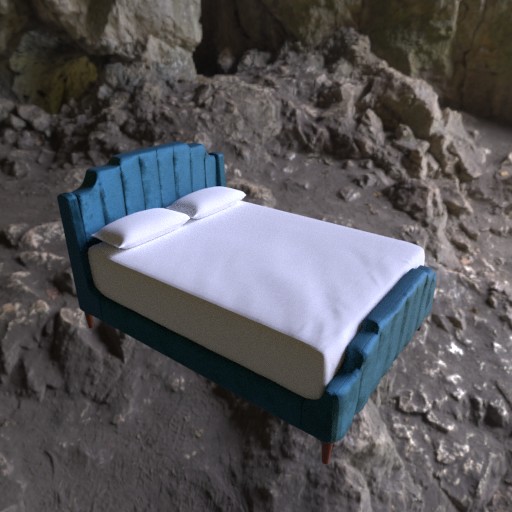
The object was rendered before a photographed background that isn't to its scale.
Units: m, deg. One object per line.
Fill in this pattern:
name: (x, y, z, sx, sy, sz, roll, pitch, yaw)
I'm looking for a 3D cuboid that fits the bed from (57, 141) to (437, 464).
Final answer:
bed: (0.000, 0.000, 3.347, 2.322, 1.338, 1.678, 18, 31, 32)
